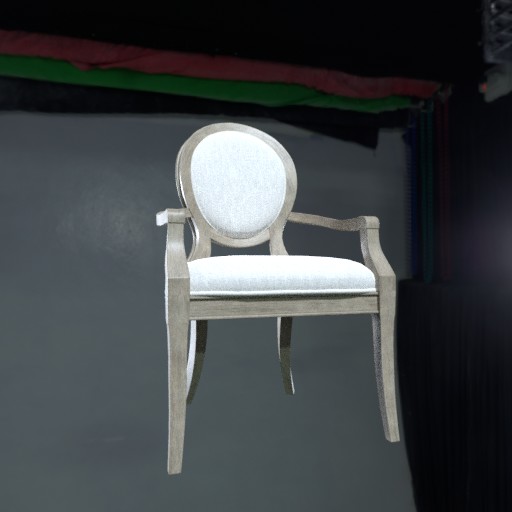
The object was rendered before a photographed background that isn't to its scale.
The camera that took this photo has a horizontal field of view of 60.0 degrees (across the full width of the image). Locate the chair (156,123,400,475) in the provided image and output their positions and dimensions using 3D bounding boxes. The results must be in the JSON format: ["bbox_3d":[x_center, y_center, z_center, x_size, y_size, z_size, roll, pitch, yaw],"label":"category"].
[{"bbox_3d":[0.000,0.000,1.379,0.611,0.991,0.602,0,-1,-18],"label":"chair"}]
